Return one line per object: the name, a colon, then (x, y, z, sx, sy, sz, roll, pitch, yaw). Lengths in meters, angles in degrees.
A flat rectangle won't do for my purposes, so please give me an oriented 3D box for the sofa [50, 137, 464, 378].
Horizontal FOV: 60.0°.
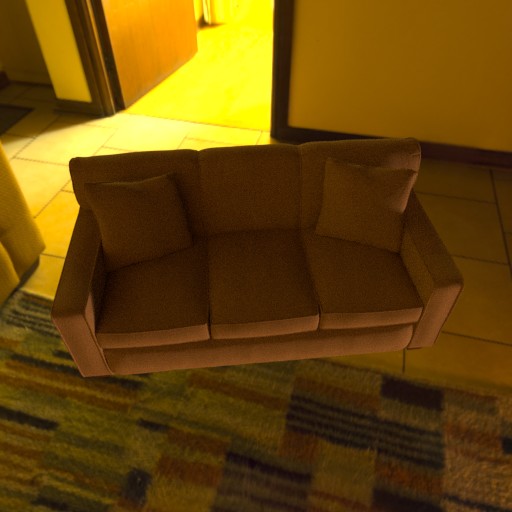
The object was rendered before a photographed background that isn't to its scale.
sofa: (0.000, 0.000, 2.547, 2.024, 0.958, 0.997, -4, 45, -4)
